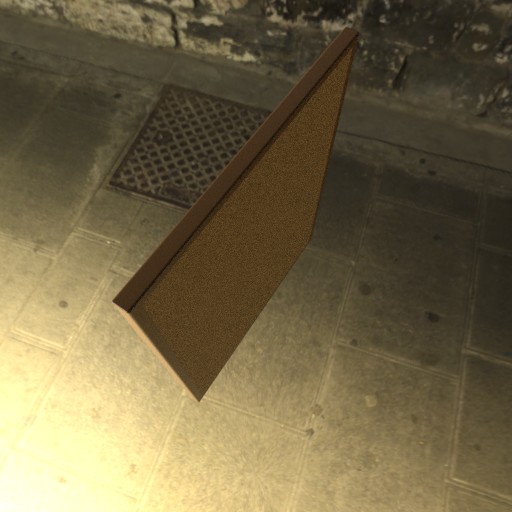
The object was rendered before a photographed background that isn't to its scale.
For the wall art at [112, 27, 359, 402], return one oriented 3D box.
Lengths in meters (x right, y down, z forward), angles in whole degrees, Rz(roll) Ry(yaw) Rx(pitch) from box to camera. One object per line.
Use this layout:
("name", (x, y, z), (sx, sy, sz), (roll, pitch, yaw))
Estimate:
("wall art", (0.000, 0.000, 0.729), (0.021, 0.550, 0.449), (31, 68, 14))
